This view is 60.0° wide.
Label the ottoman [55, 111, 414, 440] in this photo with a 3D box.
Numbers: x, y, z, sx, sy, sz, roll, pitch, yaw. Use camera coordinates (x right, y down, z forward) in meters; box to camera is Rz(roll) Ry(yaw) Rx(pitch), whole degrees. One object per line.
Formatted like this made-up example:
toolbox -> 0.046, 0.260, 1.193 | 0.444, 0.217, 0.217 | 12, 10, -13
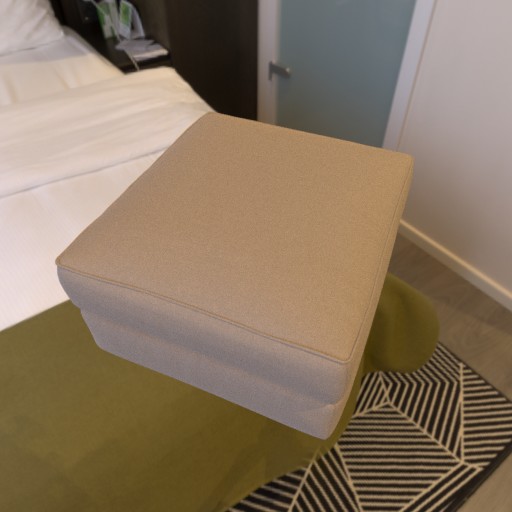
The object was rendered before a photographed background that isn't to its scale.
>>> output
ottoman -> 0.000, 0.000, 1.172 | 0.662, 0.505, 0.721 | 17, 48, 16
